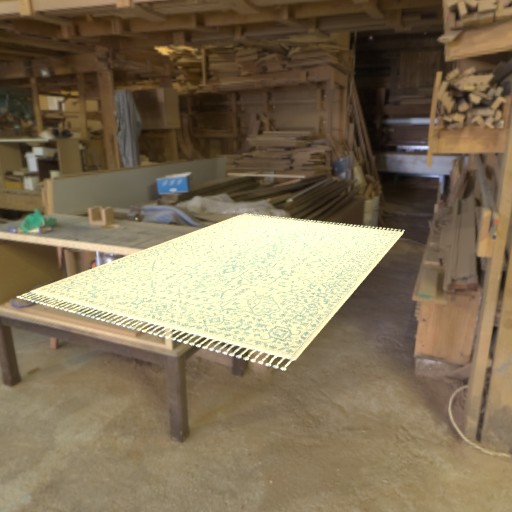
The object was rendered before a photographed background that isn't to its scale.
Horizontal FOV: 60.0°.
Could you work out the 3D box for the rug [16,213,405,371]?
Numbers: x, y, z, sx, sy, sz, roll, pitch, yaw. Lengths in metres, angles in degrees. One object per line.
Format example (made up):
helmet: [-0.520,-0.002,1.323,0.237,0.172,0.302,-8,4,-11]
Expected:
rug: [0.000,0.000,2.987,1.524,0.010,2.438,9,19,26]
